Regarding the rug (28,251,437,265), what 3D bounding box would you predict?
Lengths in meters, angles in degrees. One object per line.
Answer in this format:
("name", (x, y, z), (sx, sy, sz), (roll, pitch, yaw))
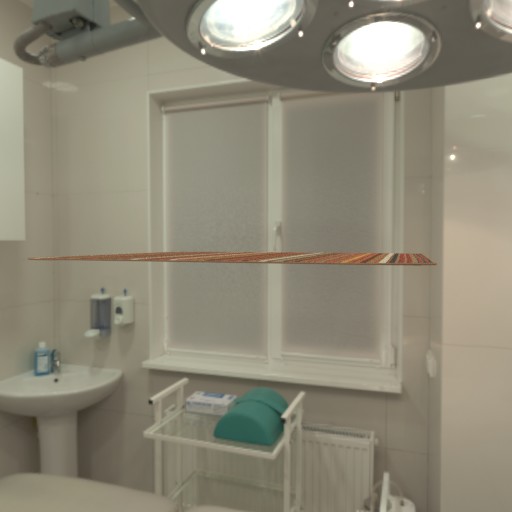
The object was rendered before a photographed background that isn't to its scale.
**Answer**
("rug", (0.000, 0.000, 4.251), (3.092, 0.023, 2.479), (1, 2, 19))
